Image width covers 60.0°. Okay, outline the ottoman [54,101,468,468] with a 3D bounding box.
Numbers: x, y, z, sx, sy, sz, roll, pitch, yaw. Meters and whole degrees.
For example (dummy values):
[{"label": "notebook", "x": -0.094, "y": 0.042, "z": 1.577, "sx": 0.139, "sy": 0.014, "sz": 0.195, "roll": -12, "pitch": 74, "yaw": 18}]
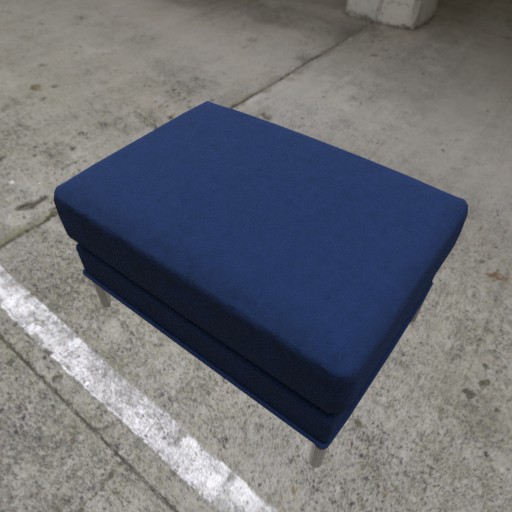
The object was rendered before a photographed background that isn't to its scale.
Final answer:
[{"label": "ottoman", "x": 0.000, "y": 0.000, "z": 1.191, "sx": 0.835, "sy": 0.498, "sz": 0.587, "roll": 29, "pitch": 53, "yaw": 25}]
